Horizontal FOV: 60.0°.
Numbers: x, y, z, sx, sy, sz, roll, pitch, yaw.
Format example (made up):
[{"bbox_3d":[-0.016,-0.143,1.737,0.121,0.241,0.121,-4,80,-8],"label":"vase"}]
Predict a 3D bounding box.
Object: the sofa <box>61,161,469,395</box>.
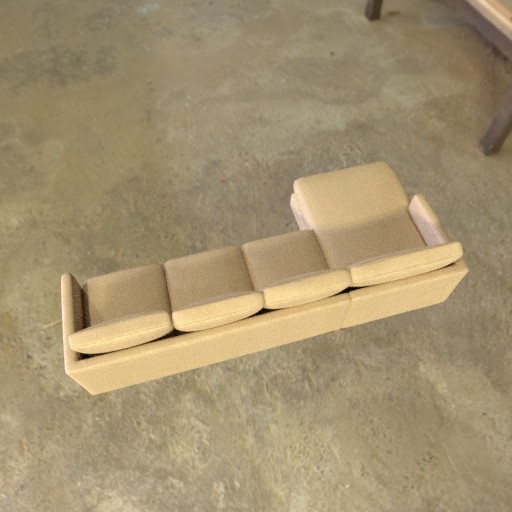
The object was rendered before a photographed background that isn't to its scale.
[{"bbox_3d":[0.000,0.000,3.902,3.201,0.876,1.502,-13,59,-8],"label":"sofa"}]
